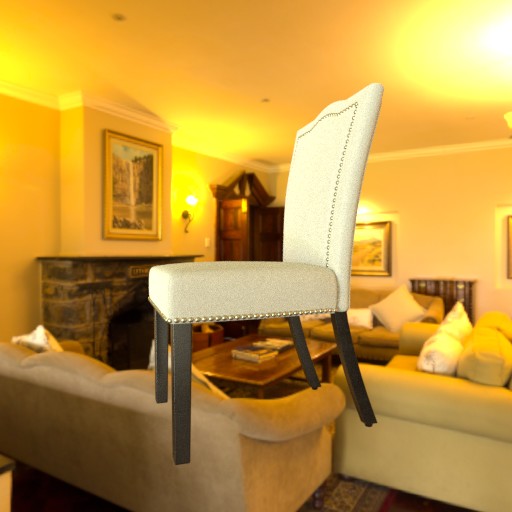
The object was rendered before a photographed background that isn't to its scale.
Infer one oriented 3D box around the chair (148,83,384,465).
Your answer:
[{"bbox_3d":[0.000,0.000,1.310,0.589,0.946,0.518,0,1,-18],"label":"chair"}]
